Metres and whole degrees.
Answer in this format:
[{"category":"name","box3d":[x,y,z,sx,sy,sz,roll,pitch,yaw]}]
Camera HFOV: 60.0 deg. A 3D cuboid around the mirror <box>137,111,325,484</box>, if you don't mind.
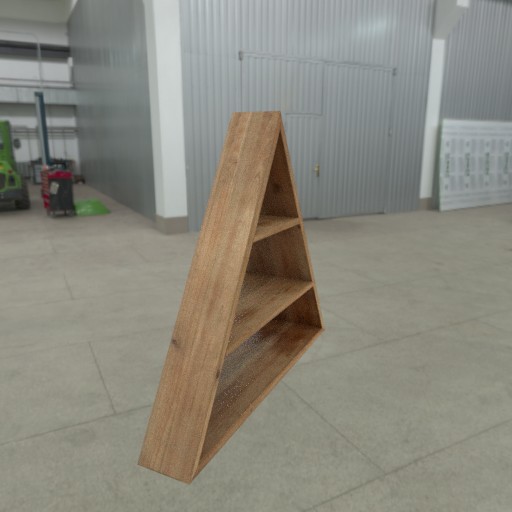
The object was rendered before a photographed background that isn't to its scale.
[{"category":"mirror","box3d":[0.000,0.000,0.883,0.100,0.548,0.631,7,16,26]}]
